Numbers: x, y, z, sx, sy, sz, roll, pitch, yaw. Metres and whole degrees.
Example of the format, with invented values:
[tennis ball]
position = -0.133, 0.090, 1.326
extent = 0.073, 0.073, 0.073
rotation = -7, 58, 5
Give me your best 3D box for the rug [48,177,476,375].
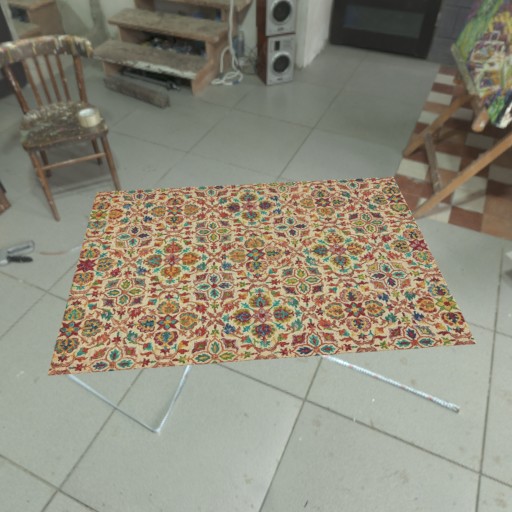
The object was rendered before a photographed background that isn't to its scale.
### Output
[rug]
position = 0.000, 0.000, 2.314
extent = 1.838, 0.013, 1.226
rotation = -3, 46, -3
